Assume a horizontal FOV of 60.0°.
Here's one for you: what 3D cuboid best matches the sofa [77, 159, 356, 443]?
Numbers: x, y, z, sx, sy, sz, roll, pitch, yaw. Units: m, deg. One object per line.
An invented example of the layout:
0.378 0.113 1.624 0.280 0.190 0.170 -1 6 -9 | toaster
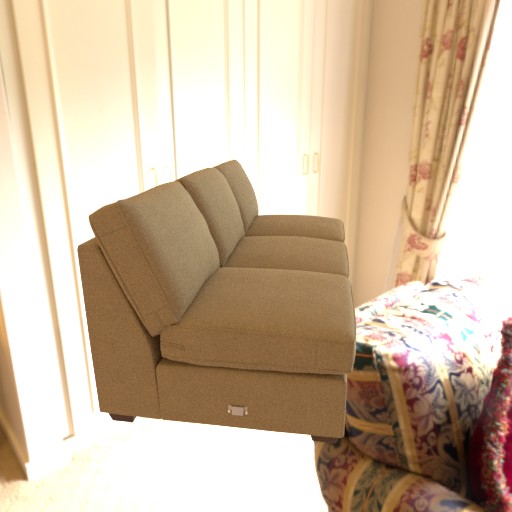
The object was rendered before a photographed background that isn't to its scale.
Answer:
0.000 0.000 2.718 1.127 1.036 2.092 3 18 9 | sofa
